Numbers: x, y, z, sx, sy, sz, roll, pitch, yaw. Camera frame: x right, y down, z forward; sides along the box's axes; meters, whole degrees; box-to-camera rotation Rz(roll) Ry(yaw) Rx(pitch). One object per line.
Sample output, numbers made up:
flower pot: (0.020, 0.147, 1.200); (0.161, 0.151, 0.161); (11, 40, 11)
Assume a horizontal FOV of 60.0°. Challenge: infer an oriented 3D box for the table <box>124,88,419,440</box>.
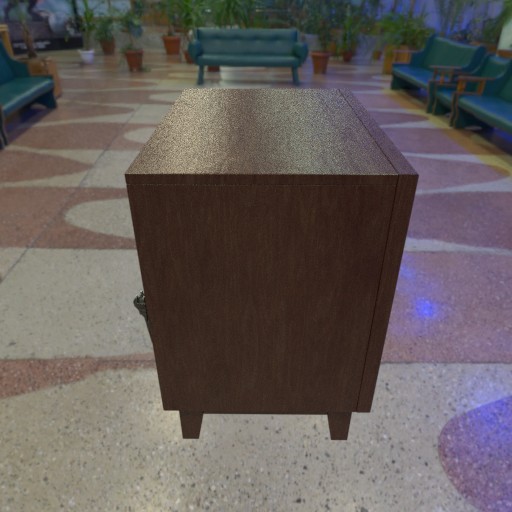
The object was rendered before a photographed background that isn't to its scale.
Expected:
table: (0.000, 0.000, 1.000); (0.449, 0.609, 0.557); (0, 32, 0)
